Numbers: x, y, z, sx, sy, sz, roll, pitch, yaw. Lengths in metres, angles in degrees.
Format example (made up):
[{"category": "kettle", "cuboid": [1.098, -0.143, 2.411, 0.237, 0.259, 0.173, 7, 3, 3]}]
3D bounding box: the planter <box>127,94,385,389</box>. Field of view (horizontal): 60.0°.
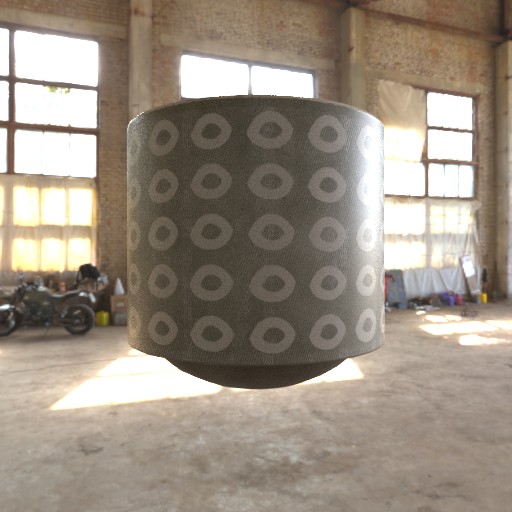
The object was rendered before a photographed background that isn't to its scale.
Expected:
[{"category": "planter", "cuboid": [0.000, 0.000, 0.449, 0.250, 0.239, 0.250, 0, 0, 0]}]
